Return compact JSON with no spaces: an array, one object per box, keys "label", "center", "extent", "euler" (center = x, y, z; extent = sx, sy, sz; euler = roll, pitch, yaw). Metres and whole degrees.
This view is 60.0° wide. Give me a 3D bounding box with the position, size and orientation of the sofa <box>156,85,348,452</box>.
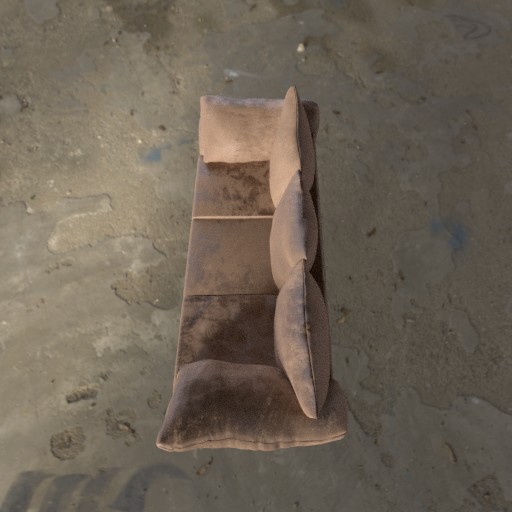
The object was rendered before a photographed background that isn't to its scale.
[{"label":"sofa","center":[0.000,0.000,2.817],"extent":[0.893,0.981,2.377],"euler":[1,59,0]}]
